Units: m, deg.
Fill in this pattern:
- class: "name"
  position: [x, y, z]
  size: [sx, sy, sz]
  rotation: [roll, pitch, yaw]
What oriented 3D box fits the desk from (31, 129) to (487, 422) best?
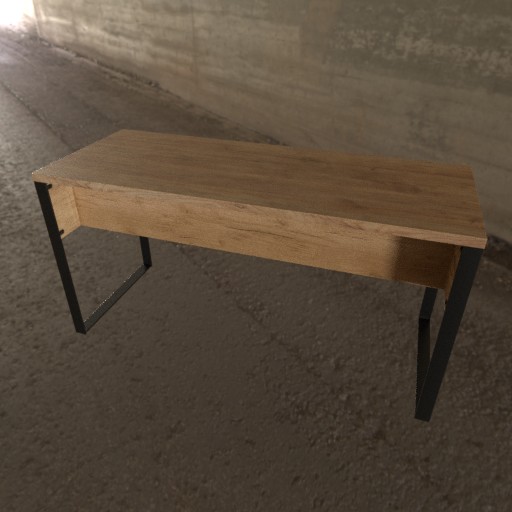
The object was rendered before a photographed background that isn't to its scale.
- class: "desk"
  position: [0.000, 0.000, 1.846]
  size: [1.520, 0.760, 0.600]
  rotation: [10, 33, 16]
